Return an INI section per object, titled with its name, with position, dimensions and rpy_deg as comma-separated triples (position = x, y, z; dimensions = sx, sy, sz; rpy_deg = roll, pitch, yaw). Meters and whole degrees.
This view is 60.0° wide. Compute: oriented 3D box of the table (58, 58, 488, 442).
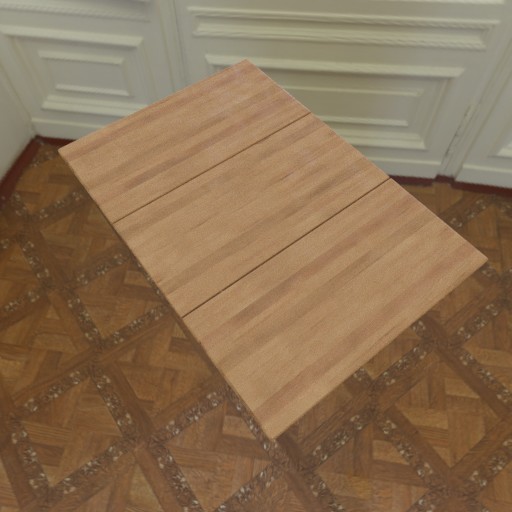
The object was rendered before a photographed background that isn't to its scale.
[table]
position = 0.000, 0.000, 1.885
dimensions = 0.900, 0.770, 1.300
rpy_deg = -33, 65, -18
